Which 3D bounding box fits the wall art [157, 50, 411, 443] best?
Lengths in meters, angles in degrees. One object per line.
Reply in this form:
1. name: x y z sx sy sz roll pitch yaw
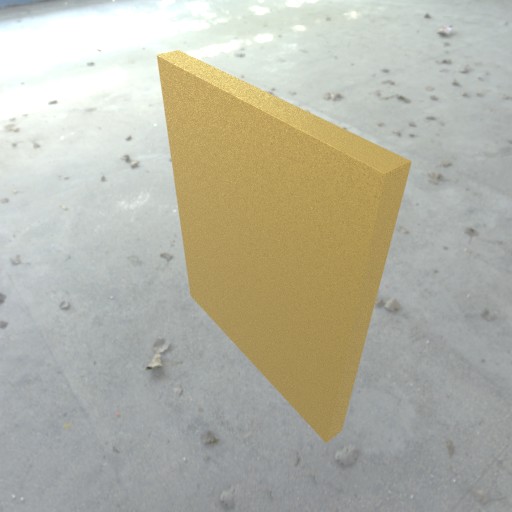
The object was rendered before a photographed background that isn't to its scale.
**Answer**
1. wall art: 0.000 0.000 0.881 0.048 0.642 0.537 -27 48 -28
